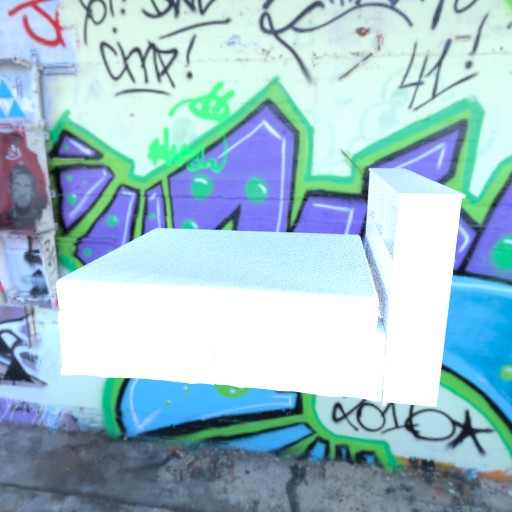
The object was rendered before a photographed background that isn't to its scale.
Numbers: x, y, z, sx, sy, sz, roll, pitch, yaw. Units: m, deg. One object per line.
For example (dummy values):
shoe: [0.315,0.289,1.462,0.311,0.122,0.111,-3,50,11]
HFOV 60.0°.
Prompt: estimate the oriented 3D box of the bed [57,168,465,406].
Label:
bed: [0.000,0.000,3.044,2.133,1.092,1.671,2,15,9]
